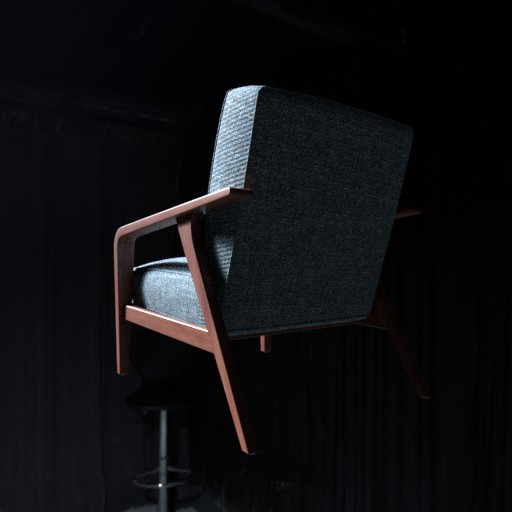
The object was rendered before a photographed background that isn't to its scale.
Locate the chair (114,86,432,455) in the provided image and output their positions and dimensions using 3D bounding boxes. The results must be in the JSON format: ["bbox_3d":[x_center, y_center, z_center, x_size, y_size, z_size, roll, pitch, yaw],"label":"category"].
[{"bbox_3d":[0.000,0.000,1.514,0.719,0.864,0.889,0,0,-36],"label":"chair"}]
